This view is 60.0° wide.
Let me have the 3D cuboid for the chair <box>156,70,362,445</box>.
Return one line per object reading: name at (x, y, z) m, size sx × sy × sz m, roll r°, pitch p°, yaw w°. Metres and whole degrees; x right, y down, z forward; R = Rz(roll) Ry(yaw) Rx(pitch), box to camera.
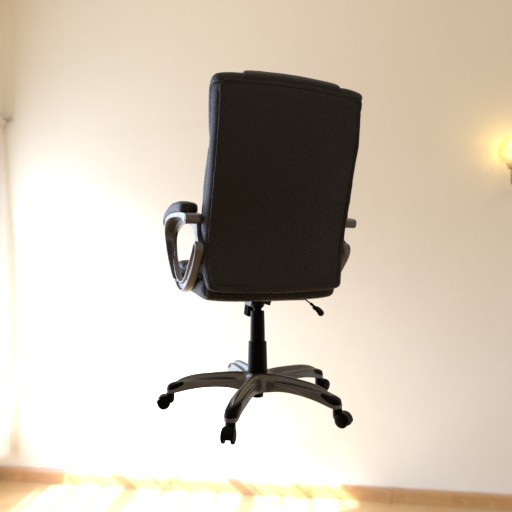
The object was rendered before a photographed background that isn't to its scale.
chair at (0.000, 0.000, 1.677) m, size 0.721 × 1.130 × 0.719 m, roll 0°, pitch 0°, yaw -19°
